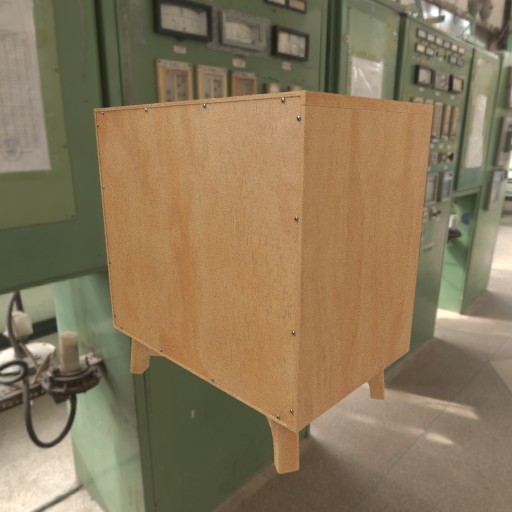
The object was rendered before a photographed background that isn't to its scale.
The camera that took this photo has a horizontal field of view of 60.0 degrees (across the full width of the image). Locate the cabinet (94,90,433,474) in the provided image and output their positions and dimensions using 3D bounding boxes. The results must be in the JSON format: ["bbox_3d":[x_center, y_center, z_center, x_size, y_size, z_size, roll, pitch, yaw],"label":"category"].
[{"bbox_3d":[0.000,0.000,0.941,0.551,0.599,0.394,14,21,42],"label":"cabinet"}]
